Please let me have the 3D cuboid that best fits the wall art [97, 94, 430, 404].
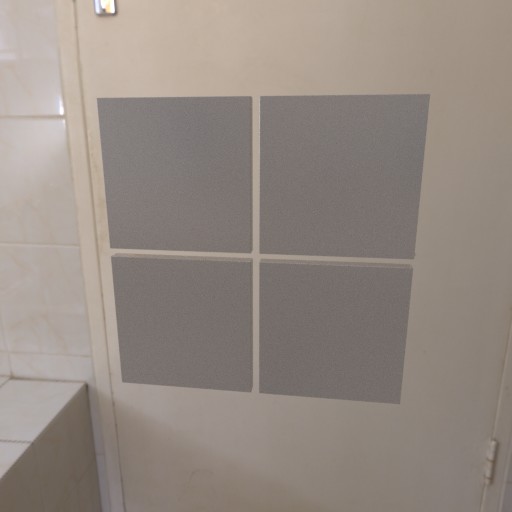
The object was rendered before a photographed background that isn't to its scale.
[{"bbox_3d":[0.000,0.000,0.900,0.611,0.611,0.029,2,15,8],"label":"wall art"}]
